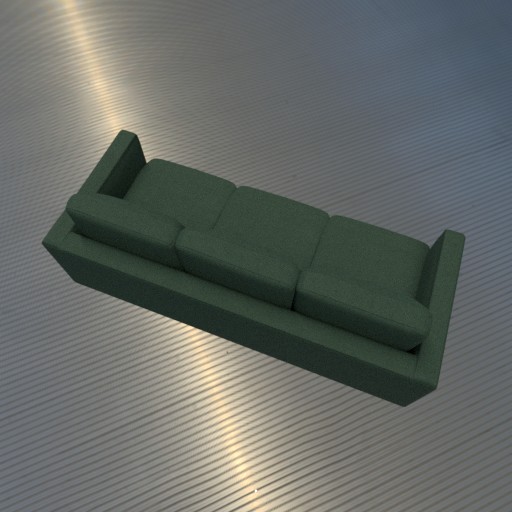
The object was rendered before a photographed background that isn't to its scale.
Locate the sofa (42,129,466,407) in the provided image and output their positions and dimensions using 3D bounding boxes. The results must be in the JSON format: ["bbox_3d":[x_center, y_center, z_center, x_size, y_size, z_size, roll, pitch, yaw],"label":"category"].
[{"bbox_3d":[0.000,0.000,2.485,2.029,0.899,0.879,19,64,10],"label":"sofa"}]
